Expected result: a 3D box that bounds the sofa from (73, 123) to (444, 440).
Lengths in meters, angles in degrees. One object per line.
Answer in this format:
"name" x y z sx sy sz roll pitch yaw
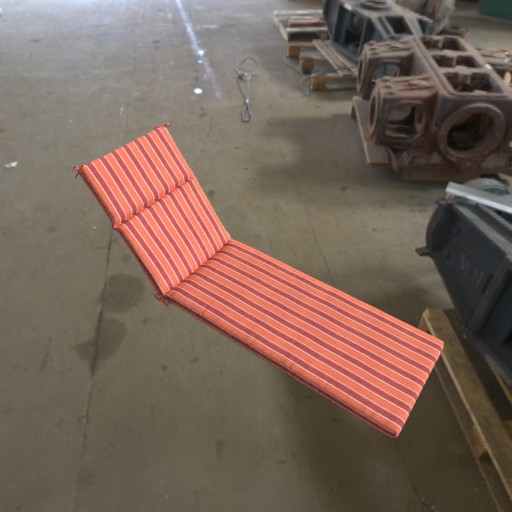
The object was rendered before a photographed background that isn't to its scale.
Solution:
"sofa" 0.000 0.000 1.963 1.663 0.622 0.582 26 49 26
